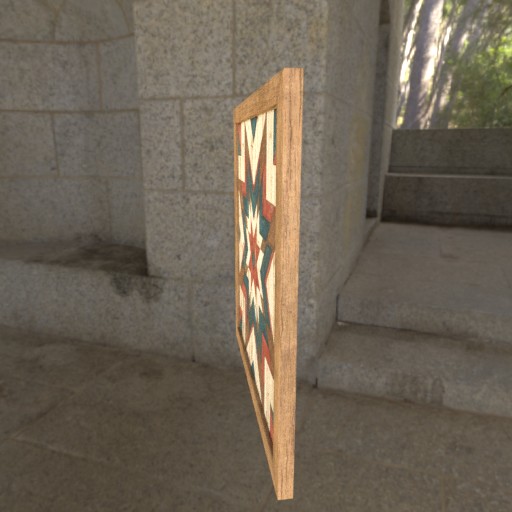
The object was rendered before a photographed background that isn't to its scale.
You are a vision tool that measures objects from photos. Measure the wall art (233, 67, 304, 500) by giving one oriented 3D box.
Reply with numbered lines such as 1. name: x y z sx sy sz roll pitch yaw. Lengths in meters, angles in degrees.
1. wall art: 0.000 0.000 1.012 0.029 0.691 0.695 -2 14 -8
